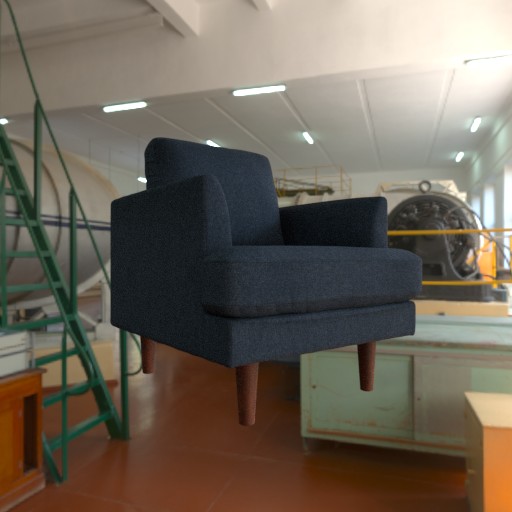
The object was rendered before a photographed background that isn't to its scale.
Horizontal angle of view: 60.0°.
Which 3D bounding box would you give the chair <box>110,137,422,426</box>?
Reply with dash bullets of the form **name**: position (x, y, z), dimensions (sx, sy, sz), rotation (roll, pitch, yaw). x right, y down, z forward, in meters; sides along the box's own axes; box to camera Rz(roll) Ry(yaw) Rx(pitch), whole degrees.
- **chair**: position (0.000, 0.000, 1.679), dimensions (0.858, 0.957, 0.899), rotation (0, 0, -37)
